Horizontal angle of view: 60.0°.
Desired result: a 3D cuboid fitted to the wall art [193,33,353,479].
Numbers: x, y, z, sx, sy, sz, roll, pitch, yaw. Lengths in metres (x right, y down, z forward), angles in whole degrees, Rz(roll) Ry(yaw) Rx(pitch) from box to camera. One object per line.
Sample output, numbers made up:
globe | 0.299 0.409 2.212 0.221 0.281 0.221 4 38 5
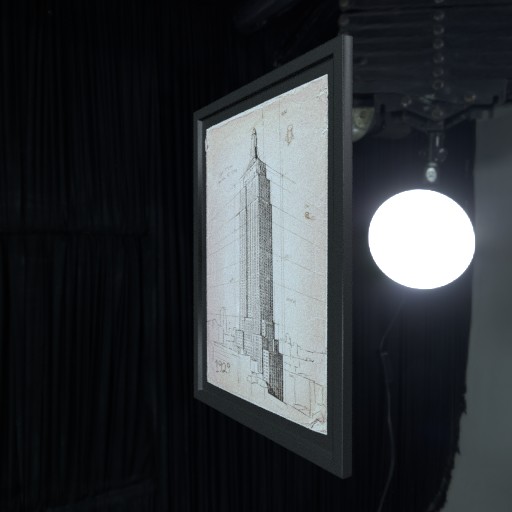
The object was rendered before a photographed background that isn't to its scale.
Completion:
wall art | 0.000 0.000 0.554 0.013 0.431 0.303 0 1 -36
